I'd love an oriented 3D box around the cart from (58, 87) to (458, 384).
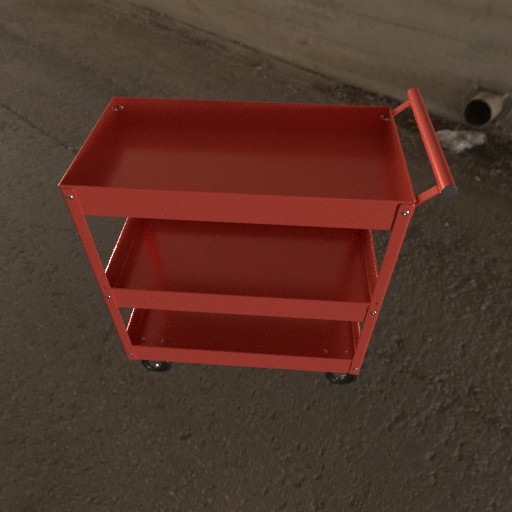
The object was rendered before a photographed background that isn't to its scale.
[{"bbox_3d":[0.000,0.000,1.176,0.719,0.780,0.366,3,46,3],"label":"cart"}]
